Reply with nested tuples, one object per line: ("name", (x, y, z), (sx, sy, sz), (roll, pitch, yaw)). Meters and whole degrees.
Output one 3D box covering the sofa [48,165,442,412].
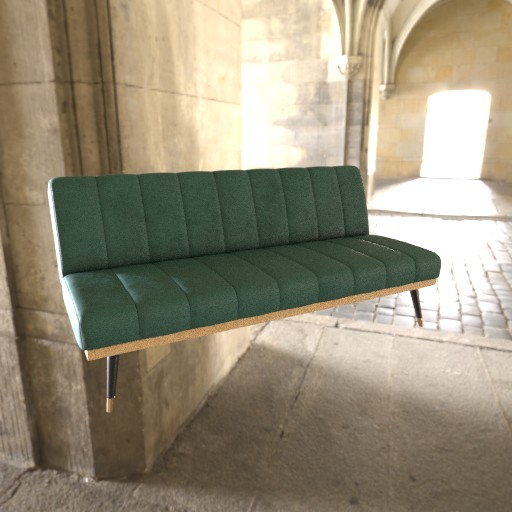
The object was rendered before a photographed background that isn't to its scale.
("sofa", (0.000, 0.000, 2.255), (1.810, 0.820, 0.830), (-8, 17, -27))
